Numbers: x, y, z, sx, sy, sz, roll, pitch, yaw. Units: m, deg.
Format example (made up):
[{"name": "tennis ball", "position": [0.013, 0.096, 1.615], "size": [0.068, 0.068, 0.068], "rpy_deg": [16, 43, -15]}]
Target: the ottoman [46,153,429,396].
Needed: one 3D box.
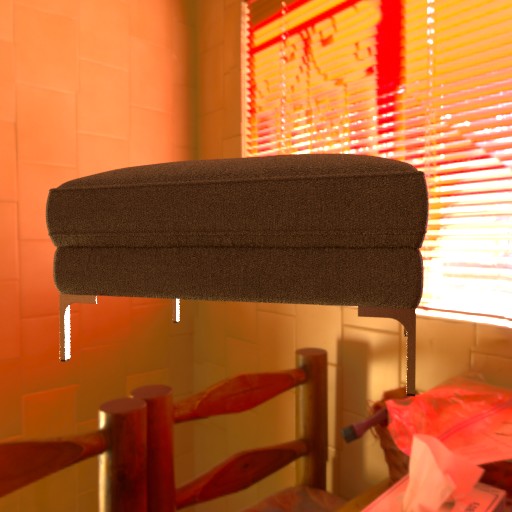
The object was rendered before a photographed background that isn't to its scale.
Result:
[{"name": "ottoman", "position": [0.000, 0.000, 1.125], "size": [0.785, 0.464, 0.583], "rpy_deg": [0, 2, 18]}]
